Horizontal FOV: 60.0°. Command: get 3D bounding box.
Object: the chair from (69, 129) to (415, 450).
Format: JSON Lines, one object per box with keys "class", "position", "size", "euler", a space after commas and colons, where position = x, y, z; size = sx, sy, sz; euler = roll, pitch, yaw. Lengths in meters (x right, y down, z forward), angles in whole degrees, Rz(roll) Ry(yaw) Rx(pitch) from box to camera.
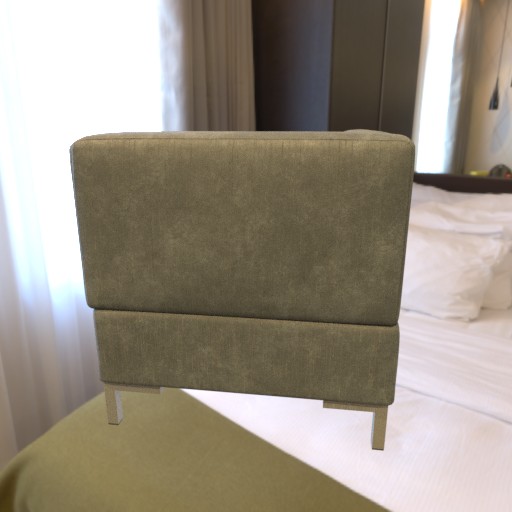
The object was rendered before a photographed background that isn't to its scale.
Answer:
{"class": "chair", "position": [0.000, 0.000, 1.205], "size": [0.680, 0.660, 0.680], "euler": [2, 17, 8]}
